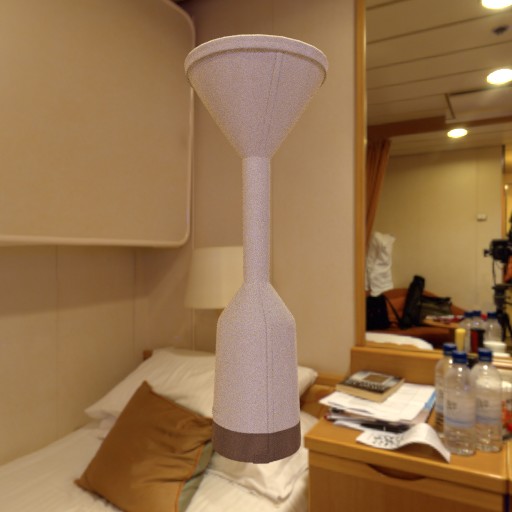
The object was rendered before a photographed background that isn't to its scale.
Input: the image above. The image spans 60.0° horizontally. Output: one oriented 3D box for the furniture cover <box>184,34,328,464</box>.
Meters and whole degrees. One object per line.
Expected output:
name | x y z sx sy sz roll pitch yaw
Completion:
furniture cover | 0.000 0.000 2.860 0.914 2.413 0.914 0 0 -18
